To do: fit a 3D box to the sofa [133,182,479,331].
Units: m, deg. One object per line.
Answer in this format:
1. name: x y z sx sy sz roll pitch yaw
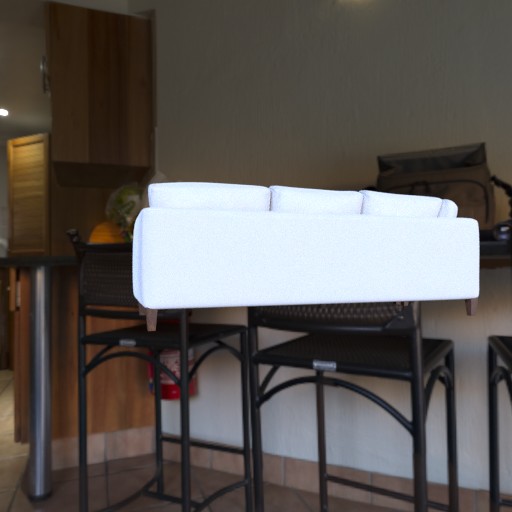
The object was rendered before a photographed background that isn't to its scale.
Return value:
1. sofa: 0.000 0.000 4.664 2.593 0.956 3.459 0 -1 -18
